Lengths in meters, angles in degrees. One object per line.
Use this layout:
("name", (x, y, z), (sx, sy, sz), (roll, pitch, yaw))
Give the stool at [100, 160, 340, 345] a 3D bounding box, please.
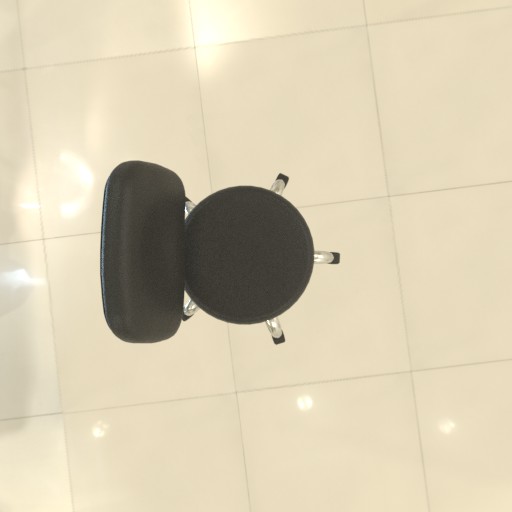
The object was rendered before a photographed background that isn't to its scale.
("stool", (0.000, 0.000, 1.332), (0.648, 0.862, 0.673), (0, 89, 1))
